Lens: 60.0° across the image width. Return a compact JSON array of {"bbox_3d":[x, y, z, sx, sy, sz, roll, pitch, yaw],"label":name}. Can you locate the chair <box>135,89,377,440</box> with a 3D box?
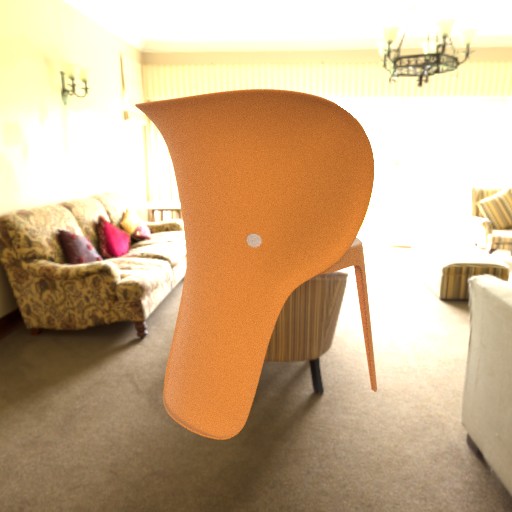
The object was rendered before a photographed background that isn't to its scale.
[{"bbox_3d":[0.000,0.000,0.857,0.402,0.554,0.451,-13,18,-43],"label":"chair"}]
